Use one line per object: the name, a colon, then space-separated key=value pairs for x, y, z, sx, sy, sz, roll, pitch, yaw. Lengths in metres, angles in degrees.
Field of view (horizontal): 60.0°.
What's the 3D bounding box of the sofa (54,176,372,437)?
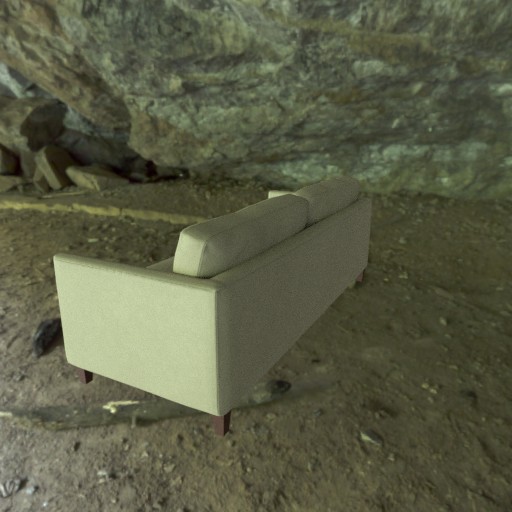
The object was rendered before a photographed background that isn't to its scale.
sofa: x=0.000 y=0.000 z=2.970 sx=0.988 sy=0.912 sz=2.404 roll=9 pitch=19 yaw=27
